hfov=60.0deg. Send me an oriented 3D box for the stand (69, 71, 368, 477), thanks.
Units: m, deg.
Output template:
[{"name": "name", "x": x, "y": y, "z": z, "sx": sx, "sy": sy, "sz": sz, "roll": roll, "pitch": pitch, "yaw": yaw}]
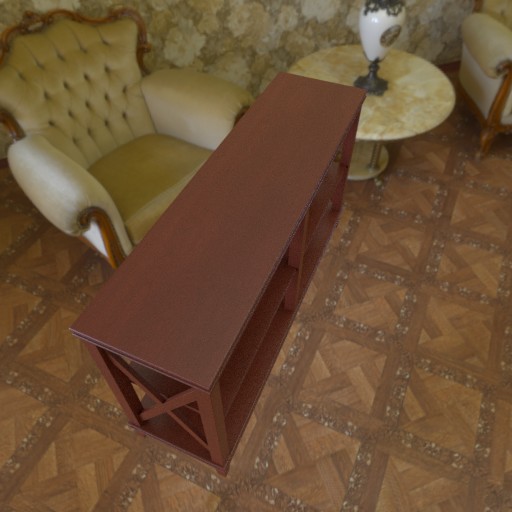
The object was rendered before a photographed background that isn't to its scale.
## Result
[{"name": "stand", "x": 0.000, "y": 0.000, "z": 1.708, "sx": 0.381, "sy": 0.762, "sz": 1.372, "roll": 18, "pitch": 52, "yaw": 15}]
